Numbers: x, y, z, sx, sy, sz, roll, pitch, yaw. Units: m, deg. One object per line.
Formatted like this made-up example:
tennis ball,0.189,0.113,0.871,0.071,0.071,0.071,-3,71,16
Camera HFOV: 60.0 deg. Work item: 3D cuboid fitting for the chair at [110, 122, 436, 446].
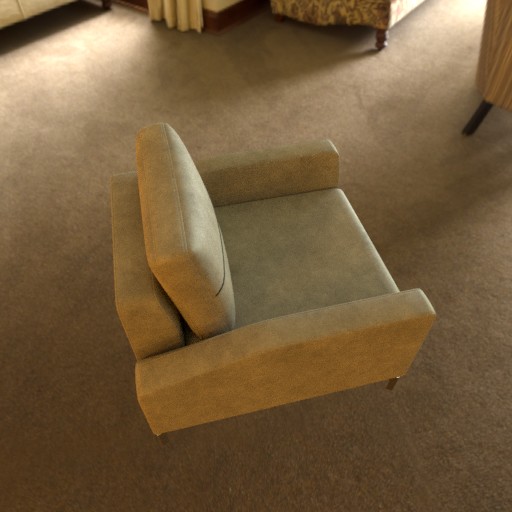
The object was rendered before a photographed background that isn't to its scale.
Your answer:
chair,0.000,0.000,1.576,0.900,0.800,0.900,-10,50,-9
